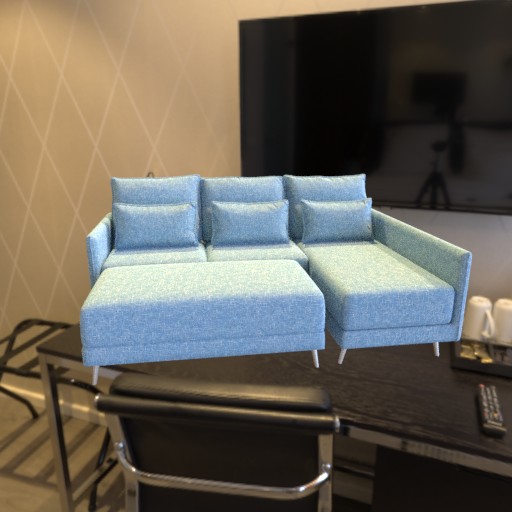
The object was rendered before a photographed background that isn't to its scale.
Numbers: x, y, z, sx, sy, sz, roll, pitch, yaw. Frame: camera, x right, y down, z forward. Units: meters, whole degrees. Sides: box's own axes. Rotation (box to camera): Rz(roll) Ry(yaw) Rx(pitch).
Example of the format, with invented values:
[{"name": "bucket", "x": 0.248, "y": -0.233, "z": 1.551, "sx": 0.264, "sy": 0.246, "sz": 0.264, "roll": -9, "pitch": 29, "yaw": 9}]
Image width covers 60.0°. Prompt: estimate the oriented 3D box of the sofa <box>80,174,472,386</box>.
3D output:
[{"name": "sofa", "x": 0.000, "y": 0.000, "z": 2.819, "sx": 2.034, "sy": 0.899, "sz": 1.420, "roll": -2, "pitch": 16, "yaw": -8}]
